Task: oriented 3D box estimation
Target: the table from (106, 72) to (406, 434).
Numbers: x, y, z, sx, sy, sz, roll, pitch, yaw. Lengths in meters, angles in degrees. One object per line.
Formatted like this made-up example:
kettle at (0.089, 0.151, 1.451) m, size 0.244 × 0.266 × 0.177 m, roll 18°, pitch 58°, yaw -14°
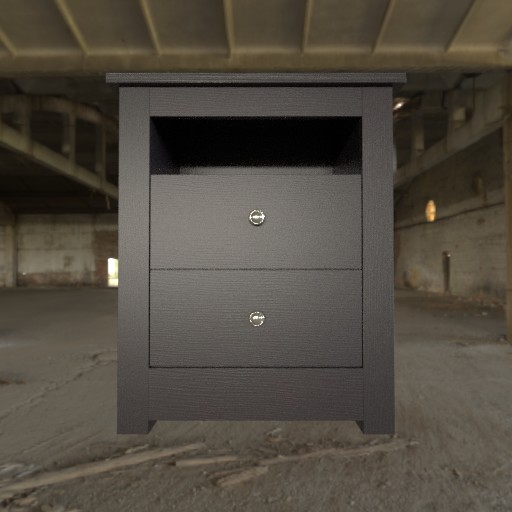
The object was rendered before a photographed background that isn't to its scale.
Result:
table at (0.000, 0.000, 1.061) m, size 0.589 × 0.711 × 0.408 m, roll 0°, pitch -1°, yaw 0°
